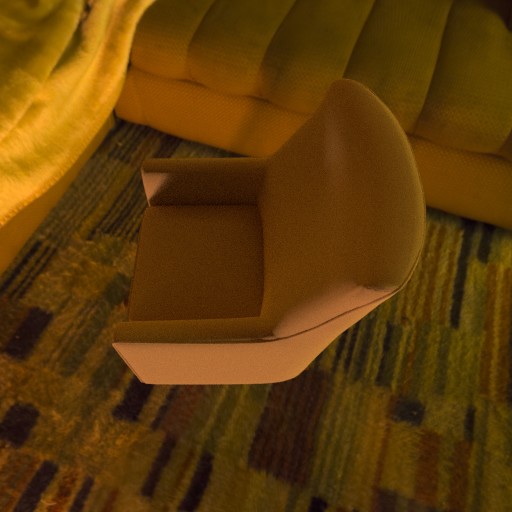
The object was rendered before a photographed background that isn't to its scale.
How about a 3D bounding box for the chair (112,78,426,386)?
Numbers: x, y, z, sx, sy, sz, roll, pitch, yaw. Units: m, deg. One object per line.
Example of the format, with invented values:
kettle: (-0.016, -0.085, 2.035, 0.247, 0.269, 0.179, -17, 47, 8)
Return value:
chair: (0.000, 0.000, 1.565, 0.879, 0.916, 0.756, 0, 58, 0)
